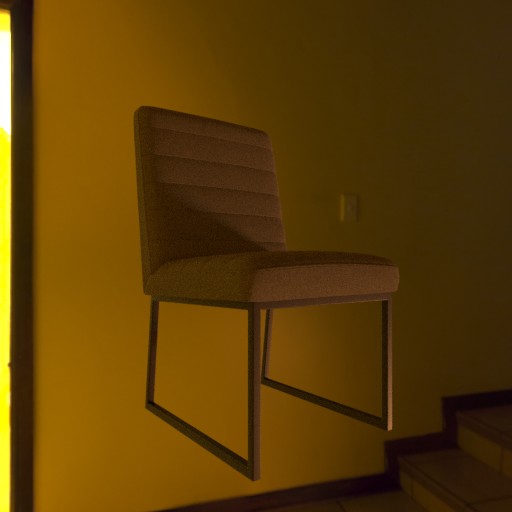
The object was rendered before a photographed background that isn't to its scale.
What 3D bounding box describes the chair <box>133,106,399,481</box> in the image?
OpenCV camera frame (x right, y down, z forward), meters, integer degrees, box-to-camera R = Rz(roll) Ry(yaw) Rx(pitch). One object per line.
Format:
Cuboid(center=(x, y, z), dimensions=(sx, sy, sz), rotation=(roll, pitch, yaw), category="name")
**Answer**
Cuboid(center=(0.000, 0.000, 1.288), dimensions=(0.520, 0.930, 0.634), rotation=(0, 0, -37), category="chair")
